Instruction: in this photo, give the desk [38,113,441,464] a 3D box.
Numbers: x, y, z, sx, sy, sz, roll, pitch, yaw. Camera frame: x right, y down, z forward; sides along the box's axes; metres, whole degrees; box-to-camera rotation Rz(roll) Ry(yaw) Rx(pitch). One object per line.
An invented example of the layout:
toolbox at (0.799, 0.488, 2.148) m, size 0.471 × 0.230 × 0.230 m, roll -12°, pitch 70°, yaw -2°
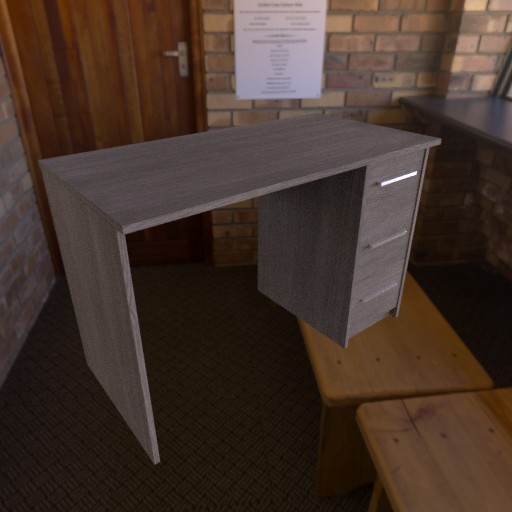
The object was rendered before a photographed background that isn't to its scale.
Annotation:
desk at (0.000, 0.000, 1.508) m, size 1.097 × 0.735 × 0.560 m, roll -21°, pitch 35°, yaw -33°
